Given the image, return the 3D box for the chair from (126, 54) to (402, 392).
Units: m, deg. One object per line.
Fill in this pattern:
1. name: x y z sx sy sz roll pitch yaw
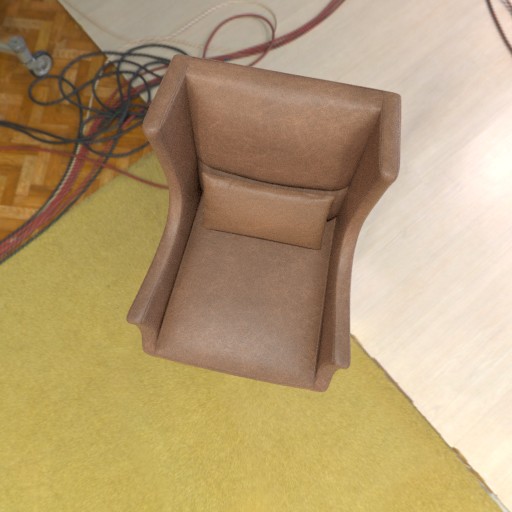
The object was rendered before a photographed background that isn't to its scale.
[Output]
1. chair: 0.000 0.000 1.718 0.815 1.088 0.913 11 76 3
